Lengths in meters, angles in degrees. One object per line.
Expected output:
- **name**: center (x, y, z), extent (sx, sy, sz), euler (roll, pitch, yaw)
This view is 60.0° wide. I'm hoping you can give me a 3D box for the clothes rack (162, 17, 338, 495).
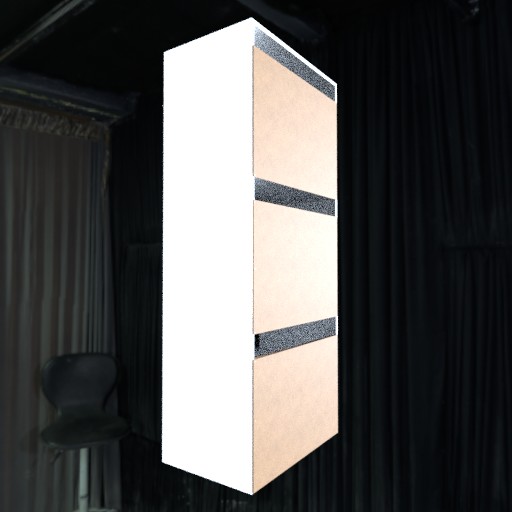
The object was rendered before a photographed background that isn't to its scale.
- **clothes rack**: center (0.000, 0.000, 1.400), extent (0.330, 1.187, 0.500), euler (-1, -1, 35)
